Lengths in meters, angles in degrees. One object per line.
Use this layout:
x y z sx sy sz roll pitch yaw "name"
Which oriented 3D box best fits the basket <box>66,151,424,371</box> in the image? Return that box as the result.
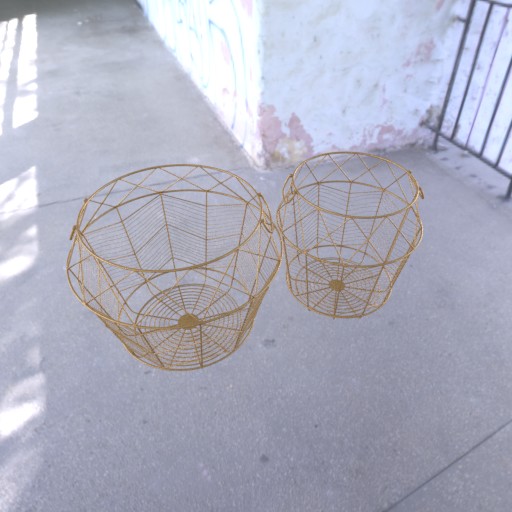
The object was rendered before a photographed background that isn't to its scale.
0.000 0.000 1.037 0.805 0.343 0.451 -12 42 -14 "basket"
